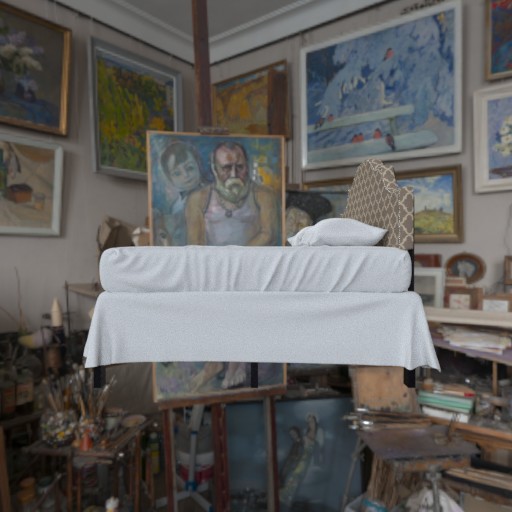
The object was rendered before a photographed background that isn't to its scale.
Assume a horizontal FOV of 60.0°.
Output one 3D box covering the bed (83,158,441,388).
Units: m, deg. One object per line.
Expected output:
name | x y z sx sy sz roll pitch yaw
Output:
bed | 0.000 0.000 3.713 2.222 1.601 2.314 0 0 0
